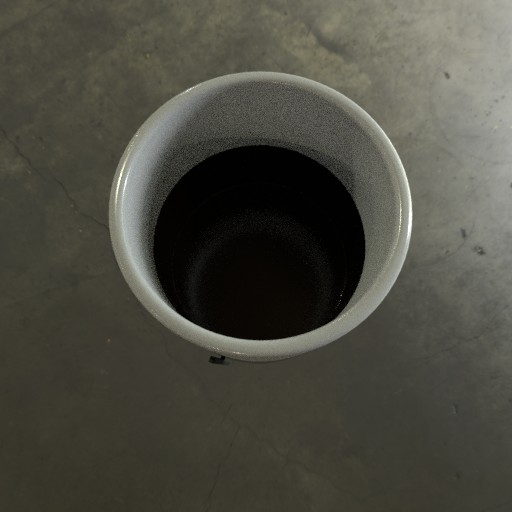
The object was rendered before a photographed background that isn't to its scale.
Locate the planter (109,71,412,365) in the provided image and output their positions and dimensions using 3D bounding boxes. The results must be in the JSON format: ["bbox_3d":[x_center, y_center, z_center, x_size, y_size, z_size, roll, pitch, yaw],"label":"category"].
[{"bbox_3d":[0.000,0.000,0.643,0.310,0.432,0.310,35,78,8],"label":"planter"}]
